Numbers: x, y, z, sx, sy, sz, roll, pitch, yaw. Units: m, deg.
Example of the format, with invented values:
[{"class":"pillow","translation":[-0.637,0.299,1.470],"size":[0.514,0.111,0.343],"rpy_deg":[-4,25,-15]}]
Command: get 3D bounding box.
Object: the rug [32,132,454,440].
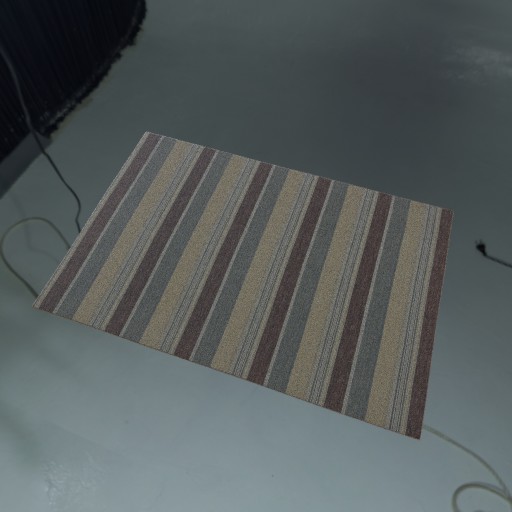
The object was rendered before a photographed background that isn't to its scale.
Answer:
[{"class":"rug","translation":[0.000,0.000,2.242],"size":[1.829,0.008,1.219],"rpy_deg":[16,61,9]}]
